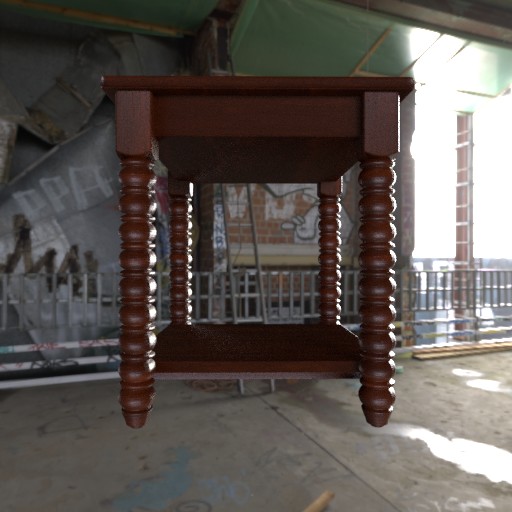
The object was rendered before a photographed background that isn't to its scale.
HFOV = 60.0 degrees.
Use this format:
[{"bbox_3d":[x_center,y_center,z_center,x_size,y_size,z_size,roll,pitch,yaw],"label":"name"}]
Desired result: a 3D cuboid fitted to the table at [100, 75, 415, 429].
[{"bbox_3d":[0.000,0.000,0.963,0.500,0.567,0.533,0,0,-1],"label":"table"}]
